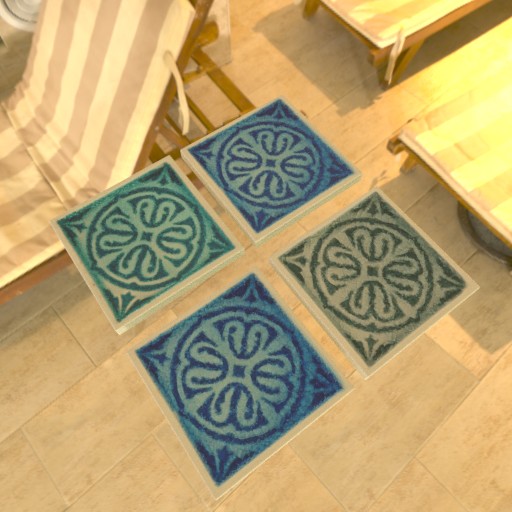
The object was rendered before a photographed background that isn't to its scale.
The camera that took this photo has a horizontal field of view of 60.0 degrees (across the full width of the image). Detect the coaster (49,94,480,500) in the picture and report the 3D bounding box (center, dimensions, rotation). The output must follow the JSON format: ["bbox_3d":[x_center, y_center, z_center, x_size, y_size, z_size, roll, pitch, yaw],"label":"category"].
[{"bbox_3d":[0.000,0.000,0.314,0.214,0.010,0.219,-33,68,-15],"label":"coaster"}]
